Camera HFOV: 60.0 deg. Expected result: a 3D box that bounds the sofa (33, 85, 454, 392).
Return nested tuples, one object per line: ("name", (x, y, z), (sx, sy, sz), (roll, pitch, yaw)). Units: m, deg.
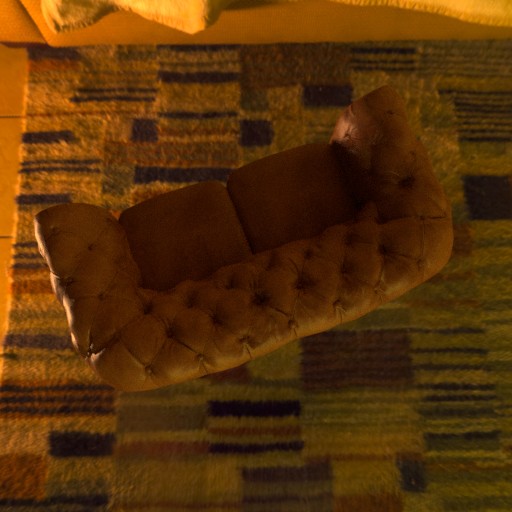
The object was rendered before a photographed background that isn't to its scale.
("sofa", (0.000, 0.000, 2.467), (1.979, 0.877, 1.042), (-21, 78, -5))
